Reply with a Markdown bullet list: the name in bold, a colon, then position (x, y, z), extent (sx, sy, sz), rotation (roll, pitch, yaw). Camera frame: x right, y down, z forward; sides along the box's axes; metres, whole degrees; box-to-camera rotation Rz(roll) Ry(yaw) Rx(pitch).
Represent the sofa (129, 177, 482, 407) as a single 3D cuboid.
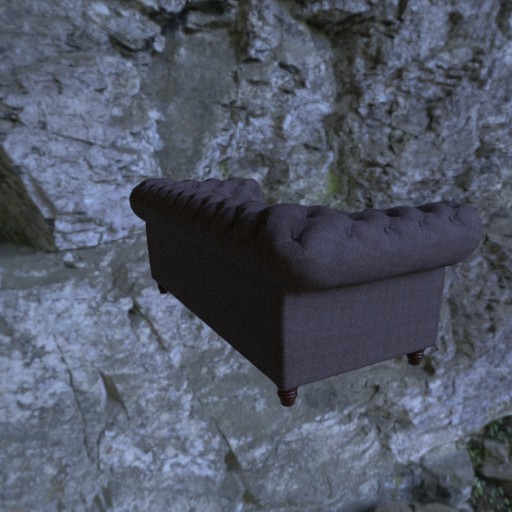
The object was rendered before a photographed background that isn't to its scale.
- **sofa**: position (0.000, 0.000, 2.439), extent (0.944, 0.780, 2.048), rotation (-7, 15, -28)
